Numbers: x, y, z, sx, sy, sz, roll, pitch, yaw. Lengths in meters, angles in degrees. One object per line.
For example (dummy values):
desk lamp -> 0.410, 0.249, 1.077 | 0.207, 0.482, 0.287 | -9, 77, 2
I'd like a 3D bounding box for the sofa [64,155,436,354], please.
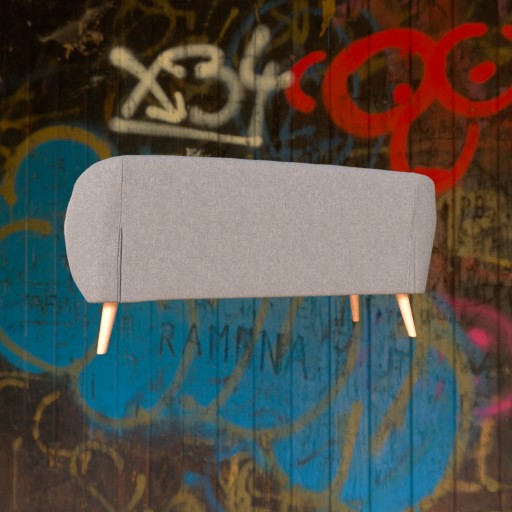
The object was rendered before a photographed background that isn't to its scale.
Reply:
sofa -> 0.000, 0.000, 2.305 | 1.840, 0.820, 0.820 | 0, -1, -16
